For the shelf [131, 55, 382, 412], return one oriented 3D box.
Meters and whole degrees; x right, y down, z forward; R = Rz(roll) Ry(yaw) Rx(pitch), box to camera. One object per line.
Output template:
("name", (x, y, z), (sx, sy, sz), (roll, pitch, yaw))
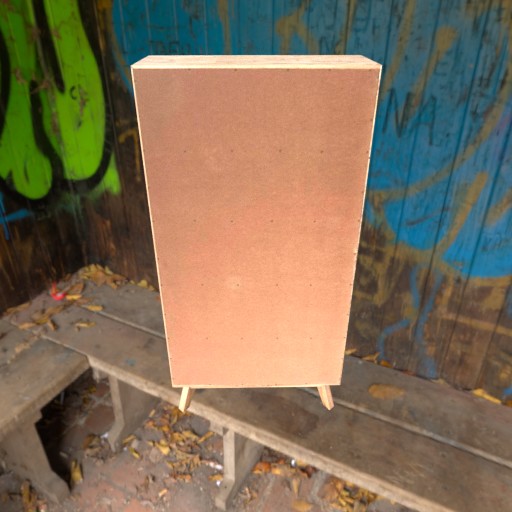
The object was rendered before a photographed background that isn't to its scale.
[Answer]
("shelf", (0.000, 0.000, 1.807), (0.748, 1.471, 0.308), (-1, 30, -1))
